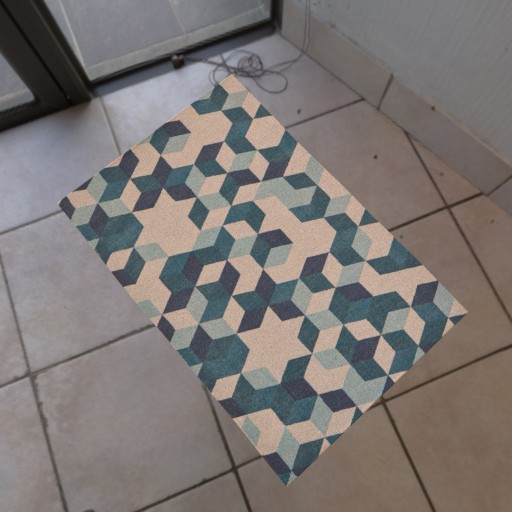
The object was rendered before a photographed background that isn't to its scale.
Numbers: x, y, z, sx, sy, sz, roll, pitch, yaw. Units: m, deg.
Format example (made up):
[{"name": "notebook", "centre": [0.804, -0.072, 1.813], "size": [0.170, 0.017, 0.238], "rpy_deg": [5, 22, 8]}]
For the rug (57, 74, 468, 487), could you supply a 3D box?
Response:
[{"name": "rug", "centre": [0.000, 0.000, 2.291], "size": [1.235, 0.014, 1.829], "rpy_deg": [-40, 79, -10]}]
